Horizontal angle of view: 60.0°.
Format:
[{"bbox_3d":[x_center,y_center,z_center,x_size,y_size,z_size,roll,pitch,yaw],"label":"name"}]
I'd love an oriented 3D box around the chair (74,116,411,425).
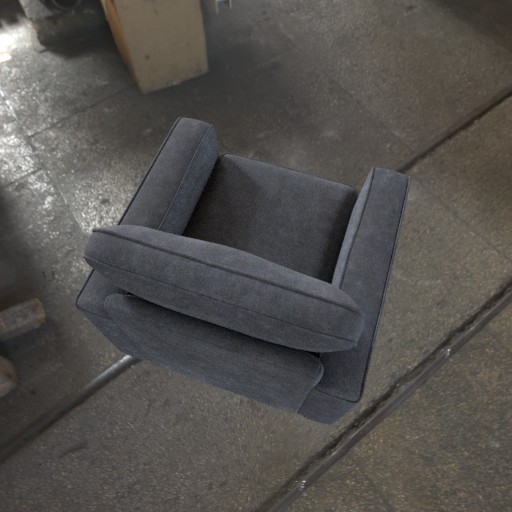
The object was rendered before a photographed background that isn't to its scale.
[{"bbox_3d":[0.000,0.000,1.763,1.015,0.965,0.939,17,64,9],"label":"chair"}]
